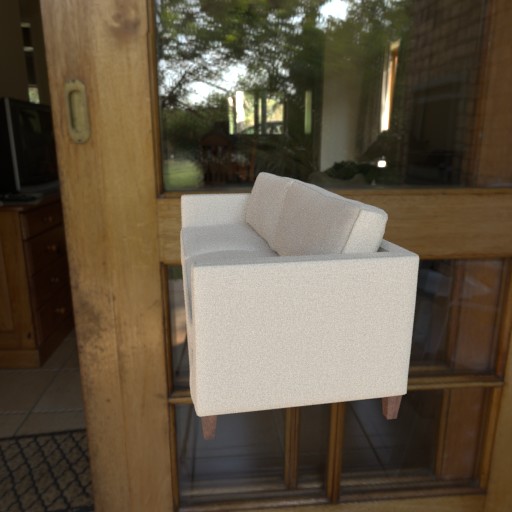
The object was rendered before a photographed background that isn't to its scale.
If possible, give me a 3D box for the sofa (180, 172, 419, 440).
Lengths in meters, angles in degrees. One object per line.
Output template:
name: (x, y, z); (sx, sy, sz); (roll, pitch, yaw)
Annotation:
sofa: (0.000, 0.000, 2.879); (0.951, 0.968, 2.361); (-3, 15, -10)
